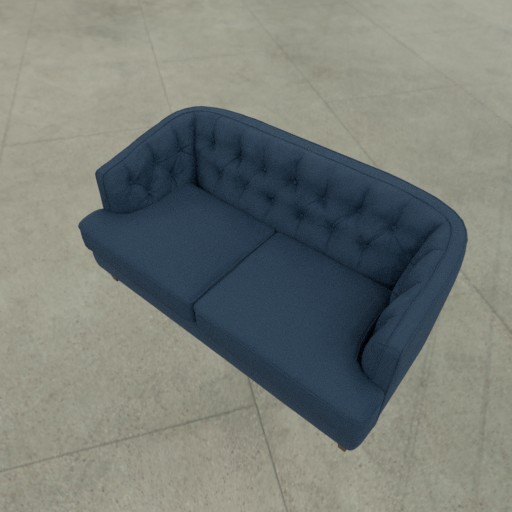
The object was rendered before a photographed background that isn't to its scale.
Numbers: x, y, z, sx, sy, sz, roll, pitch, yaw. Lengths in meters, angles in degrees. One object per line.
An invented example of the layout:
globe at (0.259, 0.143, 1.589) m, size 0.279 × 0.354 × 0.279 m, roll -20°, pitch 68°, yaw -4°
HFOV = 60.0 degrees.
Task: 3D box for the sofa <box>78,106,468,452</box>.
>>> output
sofa at (0.000, 0.000, 2.213) m, size 1.733 × 0.854 × 0.941 m, roll 30°, pitch 53°, yaw 26°
